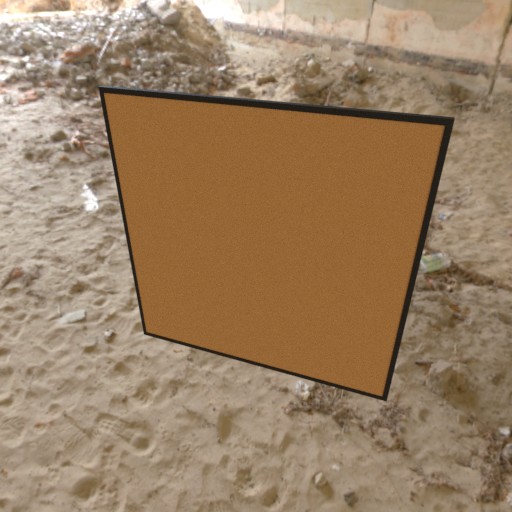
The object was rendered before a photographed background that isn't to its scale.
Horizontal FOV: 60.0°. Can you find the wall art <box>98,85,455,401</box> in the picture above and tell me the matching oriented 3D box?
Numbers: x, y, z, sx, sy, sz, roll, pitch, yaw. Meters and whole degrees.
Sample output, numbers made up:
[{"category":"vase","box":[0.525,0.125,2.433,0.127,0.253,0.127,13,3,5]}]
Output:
[{"category":"wall art","box":[0.000,0.000,0.971,0.664,0.663,0.015,11,35,17]}]
